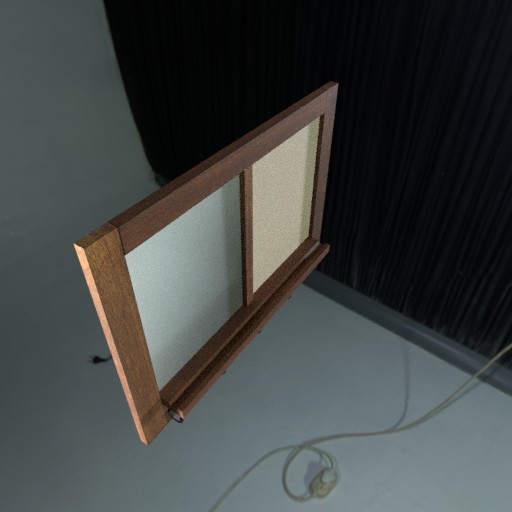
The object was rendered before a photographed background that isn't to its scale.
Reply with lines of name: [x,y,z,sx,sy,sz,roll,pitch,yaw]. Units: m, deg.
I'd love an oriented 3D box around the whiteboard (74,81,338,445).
whiteboard: [0.000,0.000,1.026,0.083,0.559,0.783,24,46,25]
